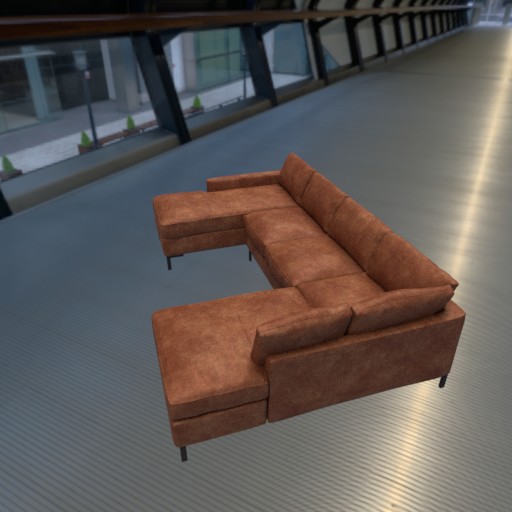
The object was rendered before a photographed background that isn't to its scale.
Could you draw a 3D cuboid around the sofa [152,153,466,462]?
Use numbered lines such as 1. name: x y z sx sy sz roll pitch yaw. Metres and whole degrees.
1. sofa: 0.000 0.000 3.859 1.939 0.900 2.956 -9 32 -15
